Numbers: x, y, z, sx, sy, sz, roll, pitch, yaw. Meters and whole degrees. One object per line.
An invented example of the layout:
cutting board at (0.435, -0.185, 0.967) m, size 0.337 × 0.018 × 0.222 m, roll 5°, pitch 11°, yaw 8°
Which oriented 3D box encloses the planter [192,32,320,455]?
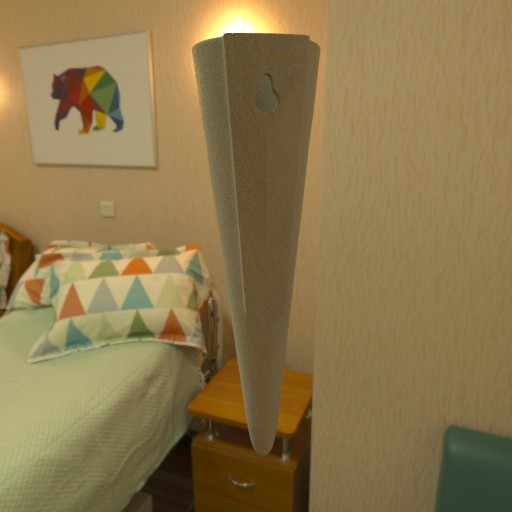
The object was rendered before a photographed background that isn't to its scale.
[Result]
planter at (0.000, 0.000, 0.223) m, size 0.057 × 0.191 × 0.064 m, roll -2°, pitch 14°, yaw -8°
